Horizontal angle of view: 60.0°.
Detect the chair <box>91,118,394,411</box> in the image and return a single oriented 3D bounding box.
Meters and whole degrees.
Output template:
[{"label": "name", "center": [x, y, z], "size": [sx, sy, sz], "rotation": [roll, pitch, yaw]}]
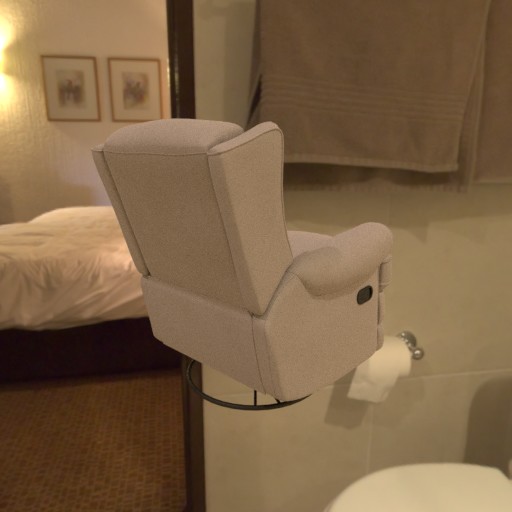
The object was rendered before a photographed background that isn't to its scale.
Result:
[{"label": "chair", "center": [0.000, 0.000, 1.752], "size": [0.847, 1.011, 0.969], "rotation": [13, 20, 41]}]
